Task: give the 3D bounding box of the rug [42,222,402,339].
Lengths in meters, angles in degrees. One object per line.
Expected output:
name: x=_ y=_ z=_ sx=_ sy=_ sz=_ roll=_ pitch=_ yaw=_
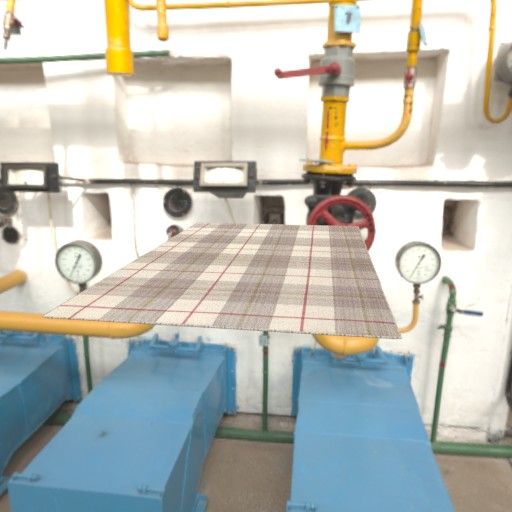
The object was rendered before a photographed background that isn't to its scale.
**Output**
rug: x=0.000 y=0.000 z=3.015 sx=1.549 sy=0.010 sz=2.464 roll=2 pitch=14 yaw=8
